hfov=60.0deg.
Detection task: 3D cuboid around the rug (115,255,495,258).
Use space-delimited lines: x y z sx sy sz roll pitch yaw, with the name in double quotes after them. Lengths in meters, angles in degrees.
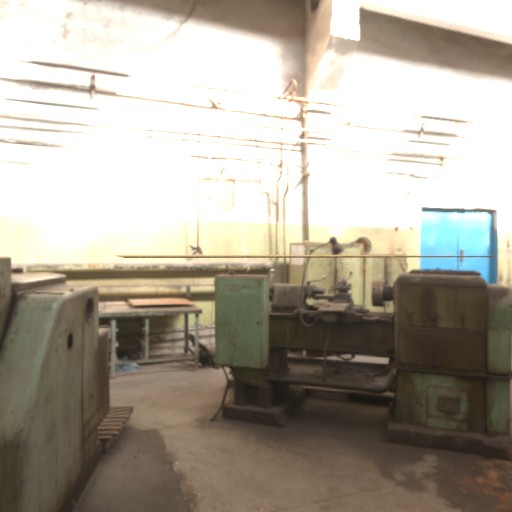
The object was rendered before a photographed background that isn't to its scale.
0.000 0.000 4.080 2.433 0.011 3.037 0 0 -18 "rug"
